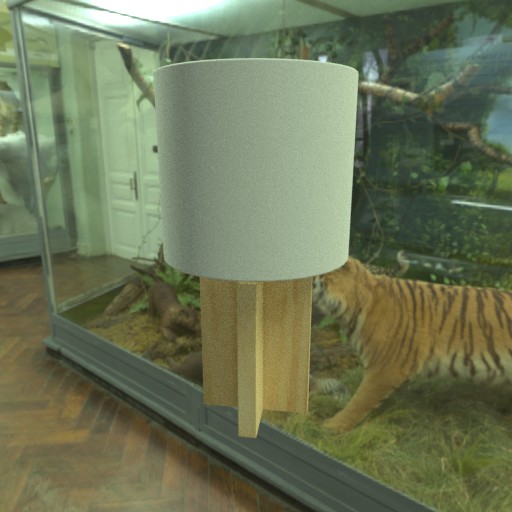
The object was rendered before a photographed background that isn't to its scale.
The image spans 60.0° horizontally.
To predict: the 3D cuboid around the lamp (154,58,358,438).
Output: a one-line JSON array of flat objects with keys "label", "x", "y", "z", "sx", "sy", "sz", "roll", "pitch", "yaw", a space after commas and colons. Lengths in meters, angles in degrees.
[{"label": "lamp", "x": 0.000, "y": 0.000, "z": 0.561, "sx": 0.229, "sy": 0.428, "sz": 0.229, "roll": 2, "pitch": 15, "yaw": 9}]
